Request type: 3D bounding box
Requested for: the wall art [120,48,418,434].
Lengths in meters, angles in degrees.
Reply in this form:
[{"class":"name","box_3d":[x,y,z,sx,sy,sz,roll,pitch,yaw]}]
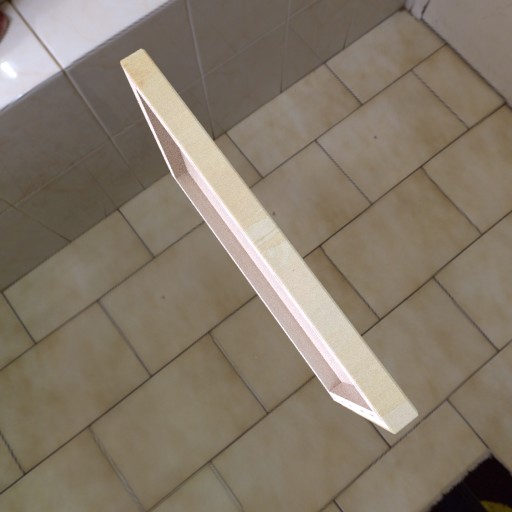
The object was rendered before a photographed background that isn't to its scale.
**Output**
[{"class":"wall art","box_3d":[0.000,0.000,0.773,0.040,0.402,0.613,-35,79,-7]}]
